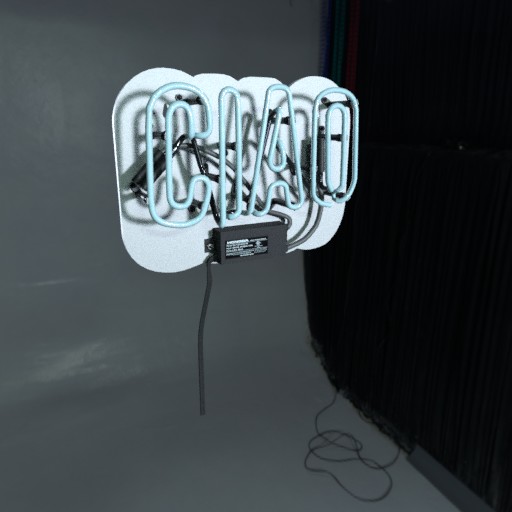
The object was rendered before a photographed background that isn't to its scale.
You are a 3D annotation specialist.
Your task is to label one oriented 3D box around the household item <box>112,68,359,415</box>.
[{"bbox_3d":[0.000,0.000,0.378,0.211,0.294,0.042,-8,19,-26],"label":"household item"}]
